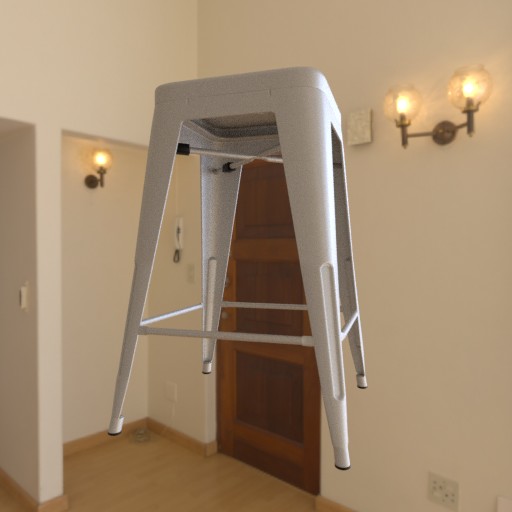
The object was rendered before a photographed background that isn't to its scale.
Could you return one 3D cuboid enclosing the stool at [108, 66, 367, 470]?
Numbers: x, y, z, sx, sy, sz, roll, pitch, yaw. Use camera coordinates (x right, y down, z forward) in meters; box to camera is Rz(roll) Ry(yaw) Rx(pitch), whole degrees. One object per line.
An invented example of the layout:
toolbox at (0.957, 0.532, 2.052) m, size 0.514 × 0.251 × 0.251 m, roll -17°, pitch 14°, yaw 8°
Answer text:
stool at (0.000, 0.000, 0.882) m, size 0.410 × 0.608 × 0.410 m, roll 0°, pitch 1°, yaw 18°
